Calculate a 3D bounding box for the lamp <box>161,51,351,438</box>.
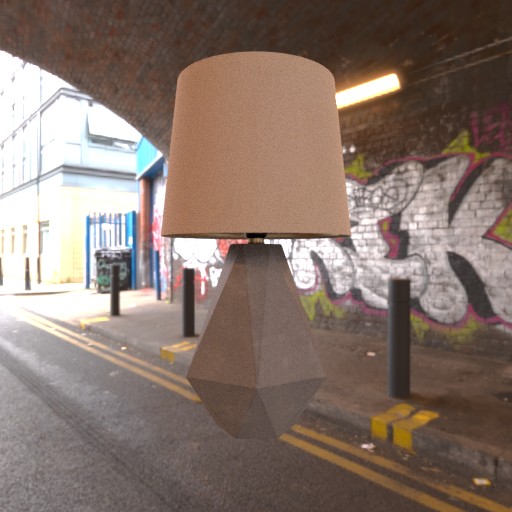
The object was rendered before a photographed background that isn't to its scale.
[{"bbox_3d":[0.000,0.000,0.657,0.276,0.501,0.276,0,0,0],"label":"lamp"}]
